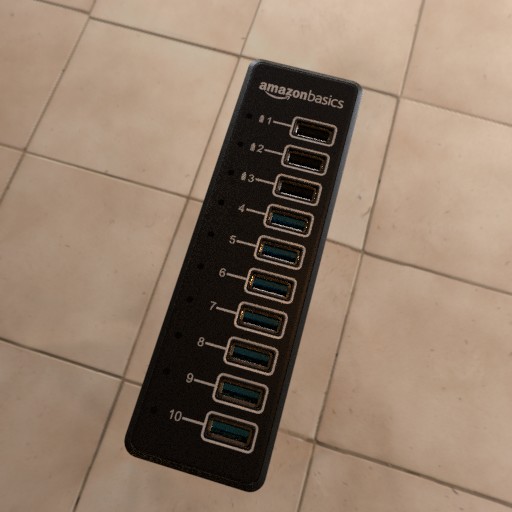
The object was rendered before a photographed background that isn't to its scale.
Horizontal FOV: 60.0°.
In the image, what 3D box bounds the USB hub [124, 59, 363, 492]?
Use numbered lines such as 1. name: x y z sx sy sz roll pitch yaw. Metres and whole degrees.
1. USB hub: 0.000 0.000 0.159 0.044 0.023 0.145 15 76 4
